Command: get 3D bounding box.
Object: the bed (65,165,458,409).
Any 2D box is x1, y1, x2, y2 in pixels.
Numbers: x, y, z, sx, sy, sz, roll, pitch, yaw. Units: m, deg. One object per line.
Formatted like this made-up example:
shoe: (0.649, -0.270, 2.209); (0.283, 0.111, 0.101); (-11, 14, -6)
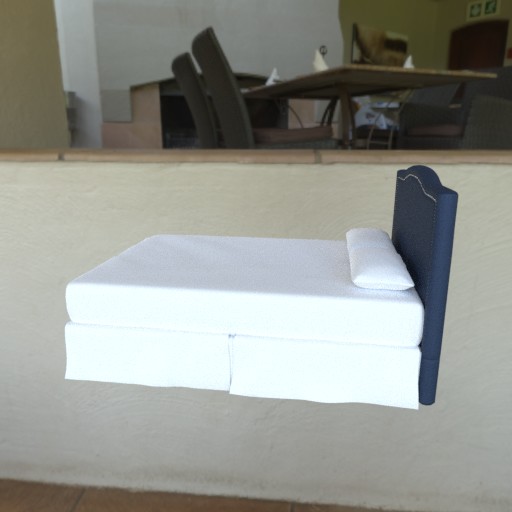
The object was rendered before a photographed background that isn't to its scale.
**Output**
bed: (0.000, 0.000, 3.539); (2.507, 1.441, 1.741); (2, 15, 9)
